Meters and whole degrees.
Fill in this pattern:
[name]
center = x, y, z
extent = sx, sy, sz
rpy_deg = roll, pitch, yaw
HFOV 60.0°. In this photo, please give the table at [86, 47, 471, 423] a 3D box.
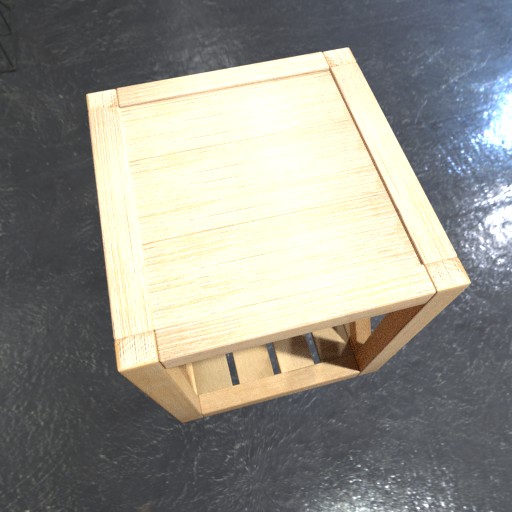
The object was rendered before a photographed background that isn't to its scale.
[table]
center = 0.000, 0.000, 1.047
extent = 0.558, 0.610, 0.559
rpy_deg = -13, 64, -7
